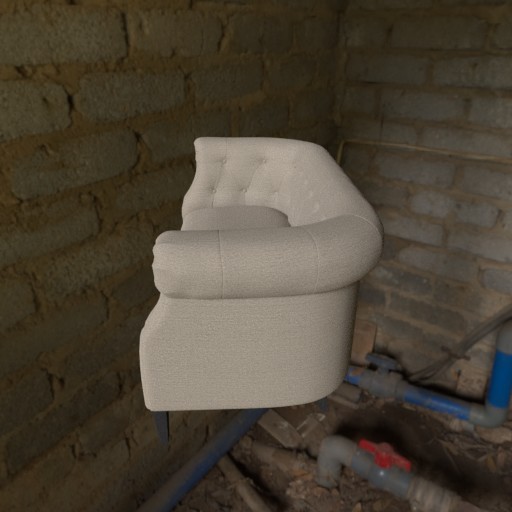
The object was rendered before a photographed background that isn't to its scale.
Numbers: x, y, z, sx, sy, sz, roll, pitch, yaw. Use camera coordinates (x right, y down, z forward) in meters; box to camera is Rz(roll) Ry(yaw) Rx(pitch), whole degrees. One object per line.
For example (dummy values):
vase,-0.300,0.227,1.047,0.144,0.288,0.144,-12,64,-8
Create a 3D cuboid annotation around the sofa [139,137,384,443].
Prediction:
sofa,0.000,0.000,2.061,0.835,0.827,1.558,-1,26,-2
